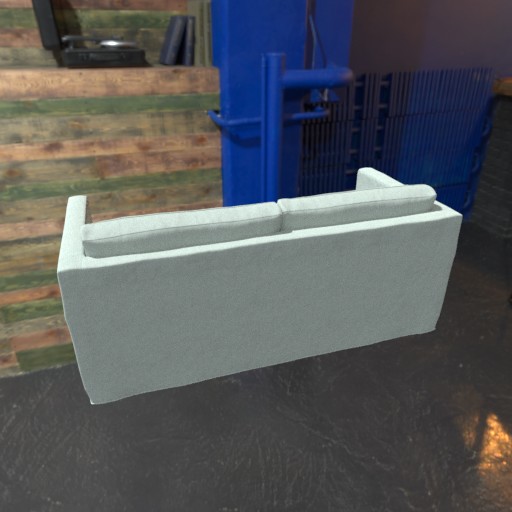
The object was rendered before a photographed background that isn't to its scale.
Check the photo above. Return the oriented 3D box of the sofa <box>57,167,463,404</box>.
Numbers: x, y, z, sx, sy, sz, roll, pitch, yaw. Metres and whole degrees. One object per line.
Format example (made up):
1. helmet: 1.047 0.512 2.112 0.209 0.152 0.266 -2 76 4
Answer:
1. sofa: 0.000 0.000 2.532 1.987 0.870 0.940 -8 28 -16
